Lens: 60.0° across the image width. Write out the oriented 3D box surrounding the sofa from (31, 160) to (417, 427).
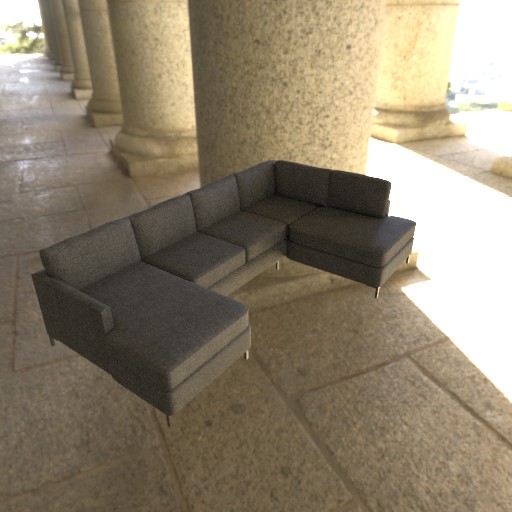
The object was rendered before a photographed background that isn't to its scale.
[{"bbox_3d":[0.000,0.000,4.333,2.048,0.999,3.423,19,33,31],"label":"sofa"}]
